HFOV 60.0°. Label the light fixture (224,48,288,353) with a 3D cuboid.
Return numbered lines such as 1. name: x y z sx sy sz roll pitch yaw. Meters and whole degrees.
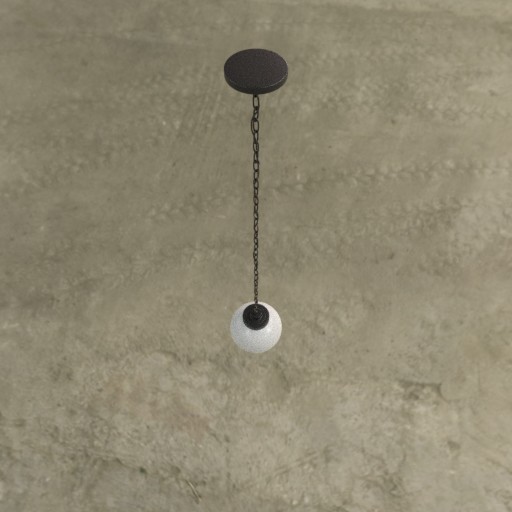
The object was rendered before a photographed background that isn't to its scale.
1. light fixture: 0.000 0.000 1.965 0.304 1.867 0.305 32 63 19
